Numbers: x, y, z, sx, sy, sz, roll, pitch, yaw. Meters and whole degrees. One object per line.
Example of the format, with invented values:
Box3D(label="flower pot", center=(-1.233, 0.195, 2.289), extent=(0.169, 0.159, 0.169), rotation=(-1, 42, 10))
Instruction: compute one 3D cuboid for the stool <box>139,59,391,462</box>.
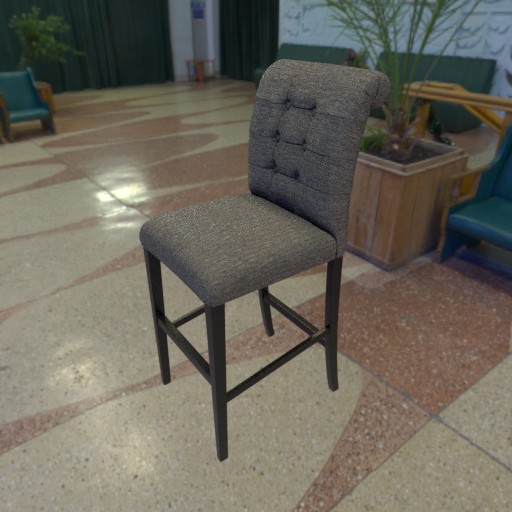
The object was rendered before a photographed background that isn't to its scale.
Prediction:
Box3D(label="stool", center=(0.000, 0.000, 1.448), extent=(0.613, 1.131, 0.452), rotation=(-19, 34, -31))
